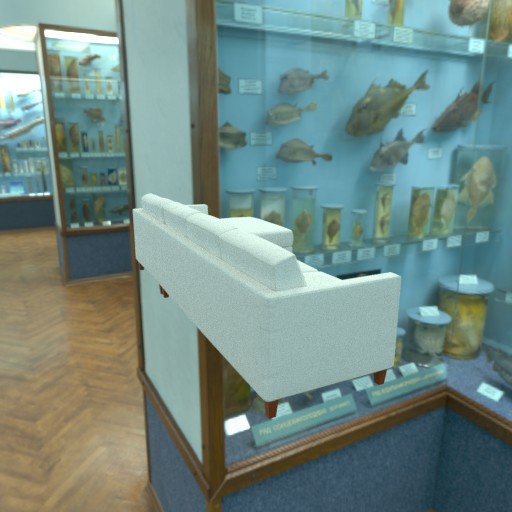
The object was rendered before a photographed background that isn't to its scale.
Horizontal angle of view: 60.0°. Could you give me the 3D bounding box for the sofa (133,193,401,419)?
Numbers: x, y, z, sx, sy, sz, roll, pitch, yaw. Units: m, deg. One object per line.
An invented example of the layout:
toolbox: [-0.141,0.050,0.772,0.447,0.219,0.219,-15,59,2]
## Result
sofa: [0.000,0.000,4.192,1.606,0.954,3.471,-7,16,-26]
